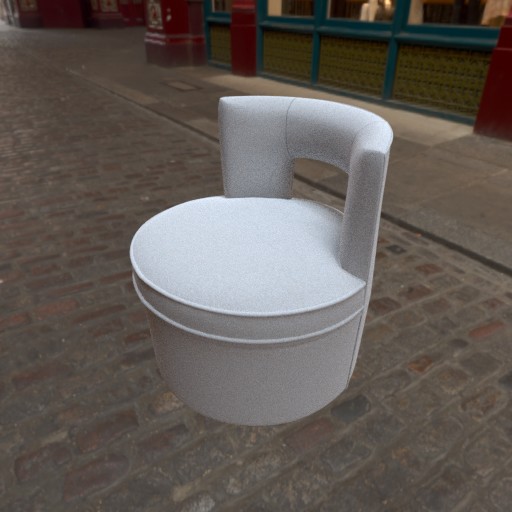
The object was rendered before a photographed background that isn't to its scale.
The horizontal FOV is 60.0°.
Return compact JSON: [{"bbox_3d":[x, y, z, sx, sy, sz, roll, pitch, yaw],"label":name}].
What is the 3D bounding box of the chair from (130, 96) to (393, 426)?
[{"bbox_3d":[0.000,0.000,1.213,0.665,0.723,0.650,-21,37,-30],"label":"chair"}]
